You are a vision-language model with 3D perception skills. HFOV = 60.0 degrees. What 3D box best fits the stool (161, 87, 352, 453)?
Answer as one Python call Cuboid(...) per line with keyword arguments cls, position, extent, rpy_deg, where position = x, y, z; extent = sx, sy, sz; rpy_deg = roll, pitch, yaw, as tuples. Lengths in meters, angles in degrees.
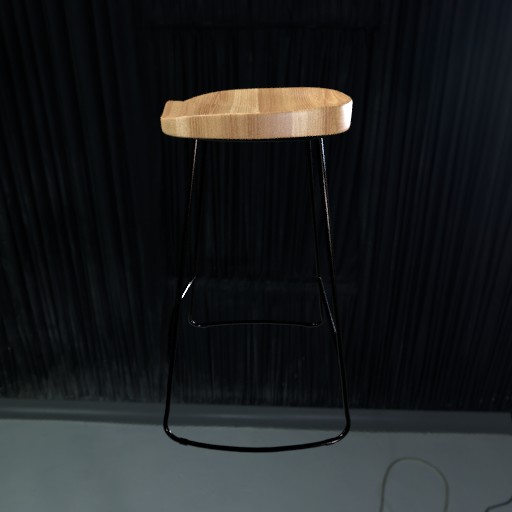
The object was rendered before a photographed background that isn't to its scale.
Cuboid(cls="stool", position=(0.000, 0.000, 0.987), extent=(0.401, 0.679, 0.480), rpy_deg=(0, 26, 0))
